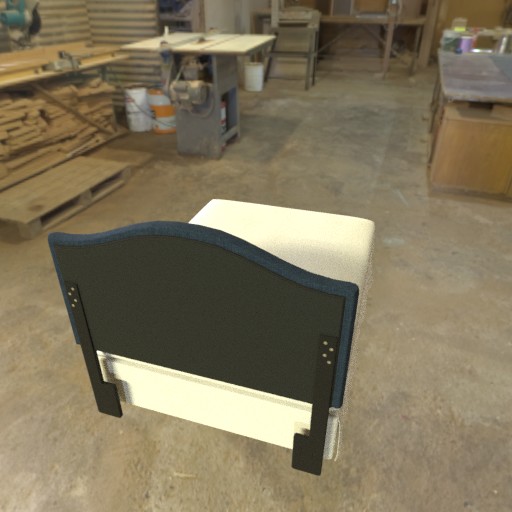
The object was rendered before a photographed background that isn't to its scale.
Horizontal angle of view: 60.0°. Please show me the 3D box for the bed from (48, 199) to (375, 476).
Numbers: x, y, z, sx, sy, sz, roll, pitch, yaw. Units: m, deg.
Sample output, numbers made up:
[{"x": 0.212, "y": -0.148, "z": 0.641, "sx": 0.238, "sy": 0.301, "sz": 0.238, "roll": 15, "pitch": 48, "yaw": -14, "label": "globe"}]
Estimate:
[{"x": 0.000, "y": 0.000, "z": 3.282, "sx": 1.713, "sy": 1.518, "sz": 2.153, "roll": 9, "pitch": 33, "yaw": 15, "label": "bed"}]
